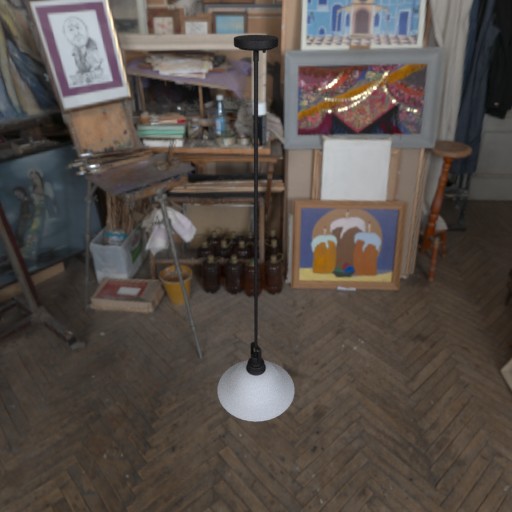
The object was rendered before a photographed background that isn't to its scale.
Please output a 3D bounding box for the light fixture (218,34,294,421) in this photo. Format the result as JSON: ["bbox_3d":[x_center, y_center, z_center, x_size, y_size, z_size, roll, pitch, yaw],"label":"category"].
[{"bbox_3d":[0.000,0.000,1.502,0.324,1.337,0.324,-21,39,-29],"label":"light fixture"}]
